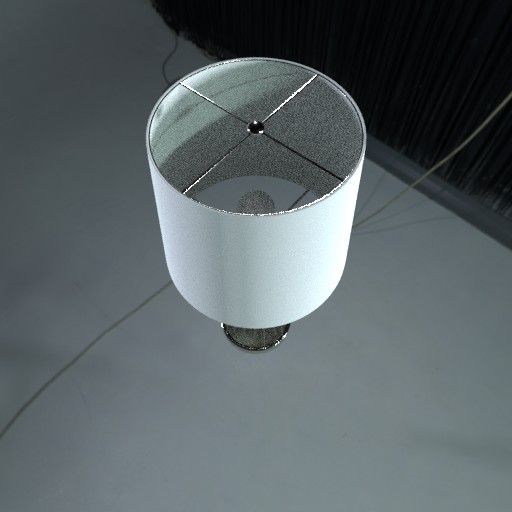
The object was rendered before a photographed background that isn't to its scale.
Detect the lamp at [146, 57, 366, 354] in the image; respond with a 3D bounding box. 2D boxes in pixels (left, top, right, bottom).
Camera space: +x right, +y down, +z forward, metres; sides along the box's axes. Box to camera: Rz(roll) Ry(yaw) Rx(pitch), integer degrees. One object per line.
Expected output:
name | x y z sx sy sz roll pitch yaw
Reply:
lamp | 0.000 0.000 0.786 0.303 0.618 0.303 0 60 0
